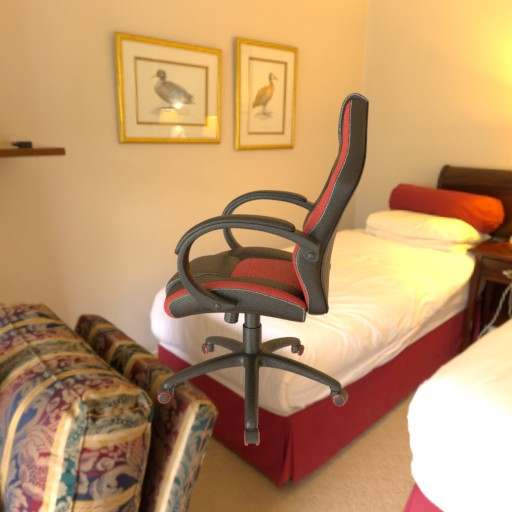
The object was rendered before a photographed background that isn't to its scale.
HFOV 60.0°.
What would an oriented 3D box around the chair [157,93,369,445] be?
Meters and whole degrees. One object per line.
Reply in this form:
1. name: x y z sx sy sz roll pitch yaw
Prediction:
1. chair: 0.000 0.000 1.743 0.783 1.189 0.750 3 16 10
